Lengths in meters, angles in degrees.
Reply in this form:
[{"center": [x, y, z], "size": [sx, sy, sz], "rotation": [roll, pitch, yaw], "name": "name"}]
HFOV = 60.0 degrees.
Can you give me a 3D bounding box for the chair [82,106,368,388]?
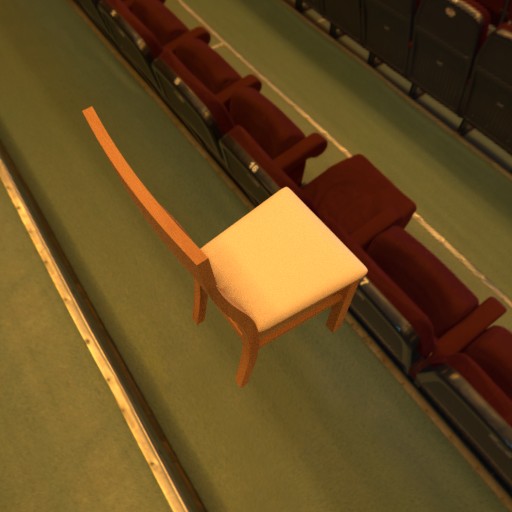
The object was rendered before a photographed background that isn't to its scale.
[{"center": [0.000, 0.000, 1.338], "size": [0.580, 1.050, 0.450], "rotation": [-31, 63, -18], "name": "chair"}]
